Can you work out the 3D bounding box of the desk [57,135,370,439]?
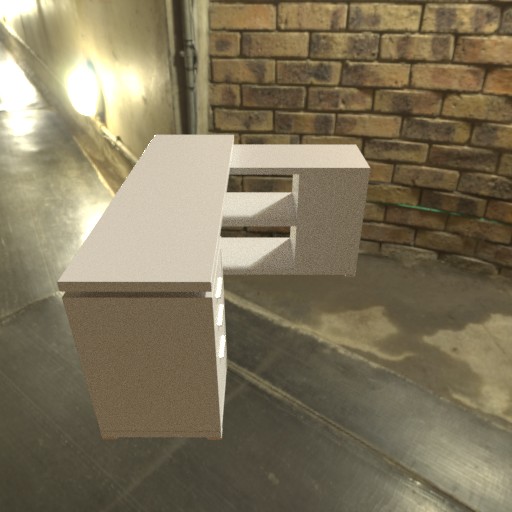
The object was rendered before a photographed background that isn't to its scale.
[{"bbox_3d":[0.000,0.000,2.183,1.200,0.753,1.524,0,32,0],"label":"desk"}]
